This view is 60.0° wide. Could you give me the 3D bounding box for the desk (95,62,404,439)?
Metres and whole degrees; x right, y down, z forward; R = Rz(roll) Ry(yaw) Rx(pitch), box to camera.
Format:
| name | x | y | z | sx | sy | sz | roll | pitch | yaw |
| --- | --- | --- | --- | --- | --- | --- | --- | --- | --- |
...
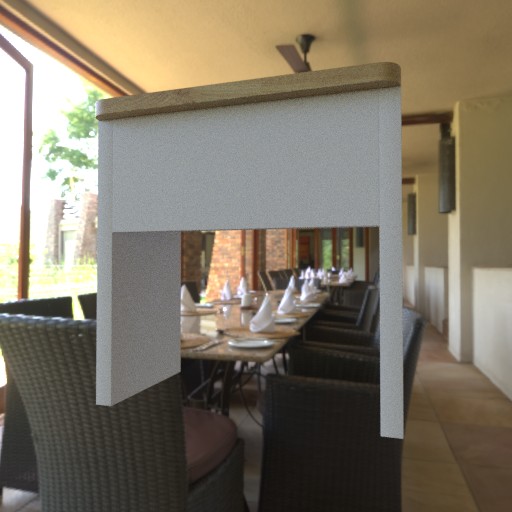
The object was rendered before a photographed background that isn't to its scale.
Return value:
| name | x | y | z | sx | sy | sz | roll | pitch | yaw |
| --- | --- | --- | --- | --- | --- | --- | --- | --- | --- |
| desk | 0.000 | 0.000 | 1.220 | 0.760 | 0.790 | 0.440 | 0 | -1 | 17 |
